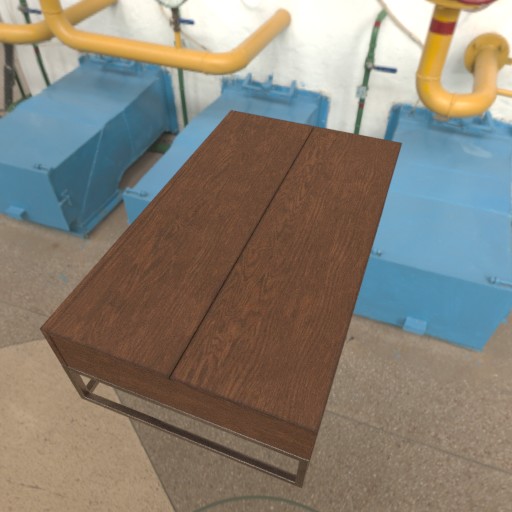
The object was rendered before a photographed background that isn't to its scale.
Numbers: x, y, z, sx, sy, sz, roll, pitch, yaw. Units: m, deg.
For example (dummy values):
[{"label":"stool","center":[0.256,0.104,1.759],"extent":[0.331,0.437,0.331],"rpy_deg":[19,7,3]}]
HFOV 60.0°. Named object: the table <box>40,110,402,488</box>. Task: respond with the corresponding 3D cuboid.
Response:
[{"label":"table","center":[0.000,0.000,1.496],"extent":[0.719,0.361,1.167],"rpy_deg":[16,48,15]}]
